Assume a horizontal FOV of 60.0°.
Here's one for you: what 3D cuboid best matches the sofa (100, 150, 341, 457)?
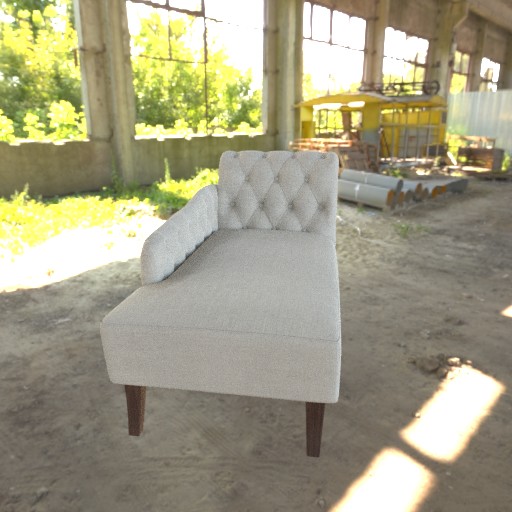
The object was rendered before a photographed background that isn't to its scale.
[{"bbox_3d":[0.000,0.000,1.821,0.675,0.787,1.379,3,16,9],"label":"sofa"}]
